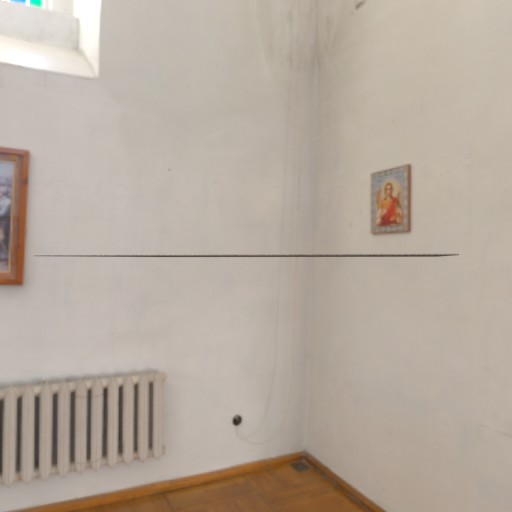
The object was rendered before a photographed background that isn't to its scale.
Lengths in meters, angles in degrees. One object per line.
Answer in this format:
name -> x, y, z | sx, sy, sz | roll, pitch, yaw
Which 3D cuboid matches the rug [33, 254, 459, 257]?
rug -> 0.000, 0.000, 3.080 | 2.433, 0.007, 1.507 | 0, 0, 19
